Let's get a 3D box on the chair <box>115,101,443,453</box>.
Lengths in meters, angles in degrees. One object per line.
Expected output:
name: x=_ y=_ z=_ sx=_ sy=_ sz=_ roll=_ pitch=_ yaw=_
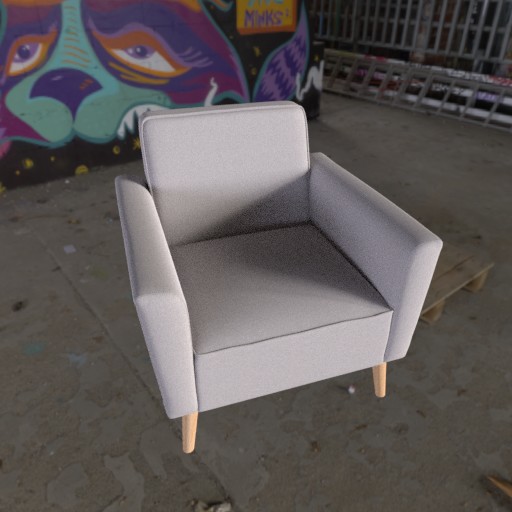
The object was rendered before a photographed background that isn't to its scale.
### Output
chair: x=0.000 y=0.000 z=1.414 sx=0.780 sy=0.780 sz=0.750 roll=-10 pitch=33 yaw=-16
